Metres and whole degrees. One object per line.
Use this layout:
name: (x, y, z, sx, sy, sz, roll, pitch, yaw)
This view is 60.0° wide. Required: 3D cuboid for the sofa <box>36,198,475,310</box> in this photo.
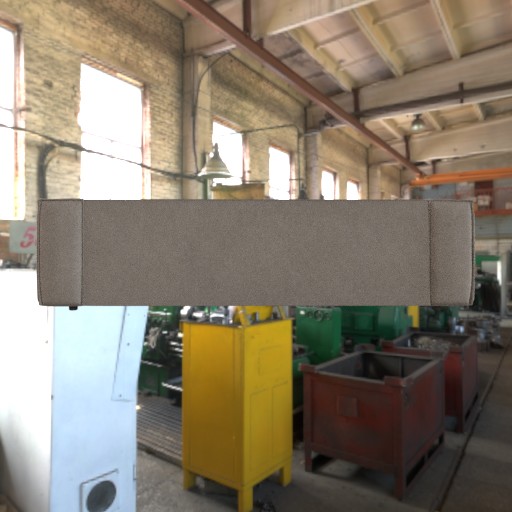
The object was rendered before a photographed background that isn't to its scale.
sofa: (0.000, 0.000, 3.143, 2.697, 0.680, 1.038, 0, -1, -1)
